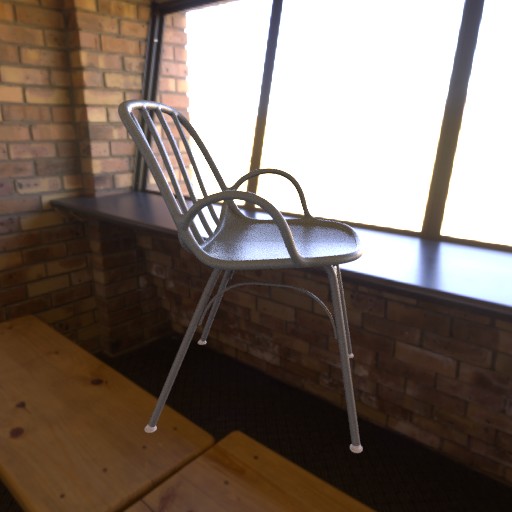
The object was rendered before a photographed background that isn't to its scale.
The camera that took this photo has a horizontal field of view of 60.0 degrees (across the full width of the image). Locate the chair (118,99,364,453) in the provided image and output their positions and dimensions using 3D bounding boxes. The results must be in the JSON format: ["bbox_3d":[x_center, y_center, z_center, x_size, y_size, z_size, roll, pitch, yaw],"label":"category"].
[{"bbox_3d":[0.000,0.000,1.222,0.597,0.816,0.549,3,17,9],"label":"chair"}]
